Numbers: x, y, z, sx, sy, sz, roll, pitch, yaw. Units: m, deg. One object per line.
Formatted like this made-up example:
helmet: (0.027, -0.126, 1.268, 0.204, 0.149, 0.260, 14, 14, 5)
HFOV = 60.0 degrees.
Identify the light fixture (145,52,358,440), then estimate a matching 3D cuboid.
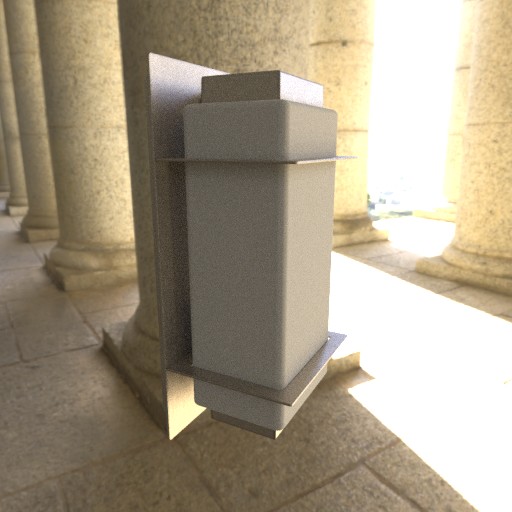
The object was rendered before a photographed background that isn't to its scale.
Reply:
light fixture: (0.000, 0.000, 0.467, 0.160, 0.380, 0.168, 7, 16, 27)
